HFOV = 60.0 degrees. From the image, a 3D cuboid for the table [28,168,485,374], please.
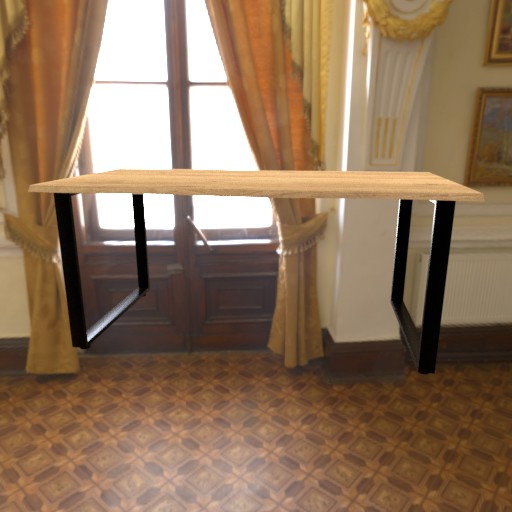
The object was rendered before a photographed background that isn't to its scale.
[{"bbox_3d":[0.000,0.000,2.235,1.800,0.780,0.900,2,16,8],"label":"table"}]
